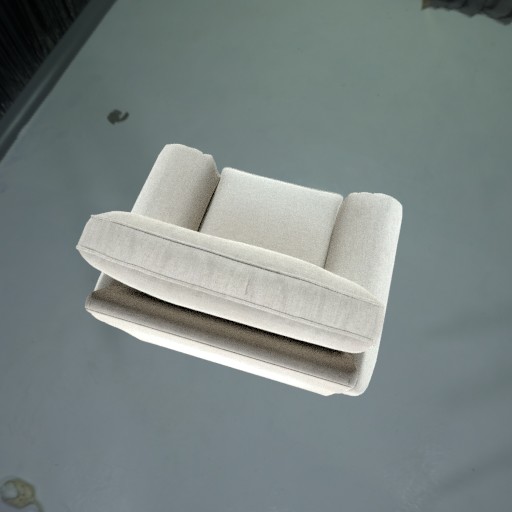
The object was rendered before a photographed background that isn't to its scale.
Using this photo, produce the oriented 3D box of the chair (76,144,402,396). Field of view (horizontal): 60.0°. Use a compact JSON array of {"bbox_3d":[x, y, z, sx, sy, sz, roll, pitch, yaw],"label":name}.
[{"bbox_3d":[0.000,0.000,1.872,1.092,0.961,0.965,15,65,7],"label":"chair"}]
